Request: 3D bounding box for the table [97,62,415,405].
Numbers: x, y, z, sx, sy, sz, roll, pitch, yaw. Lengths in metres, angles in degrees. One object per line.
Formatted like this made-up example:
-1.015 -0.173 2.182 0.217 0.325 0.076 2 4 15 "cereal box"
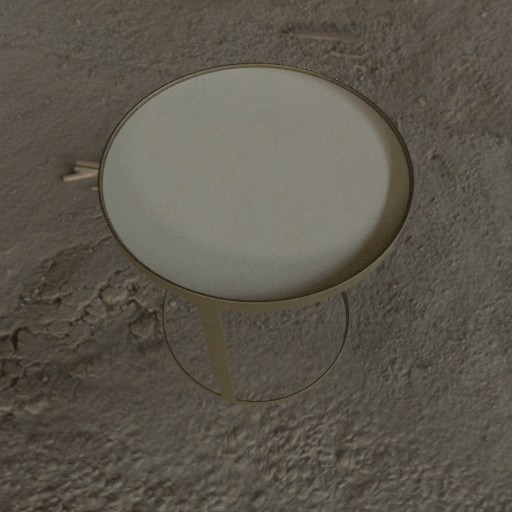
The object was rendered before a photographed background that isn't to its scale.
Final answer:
0.000 0.000 0.922 0.480 0.565 0.480 0 59 0 "table"
